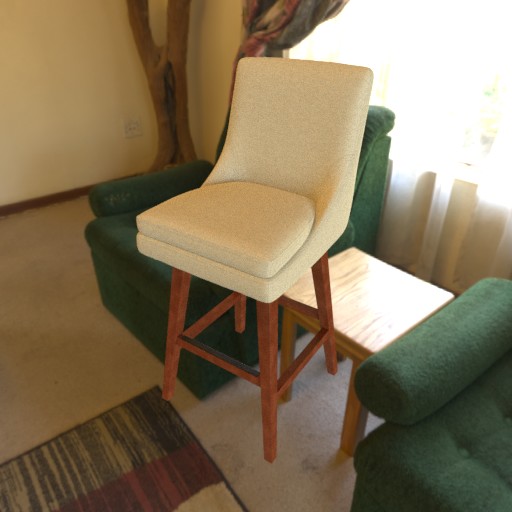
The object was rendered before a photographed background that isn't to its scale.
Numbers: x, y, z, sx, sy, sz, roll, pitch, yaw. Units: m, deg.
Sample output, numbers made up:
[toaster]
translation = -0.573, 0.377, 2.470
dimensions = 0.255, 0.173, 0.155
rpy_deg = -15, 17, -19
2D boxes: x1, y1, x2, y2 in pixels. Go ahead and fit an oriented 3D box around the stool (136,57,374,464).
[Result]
[stool]
translation = 0.000, 0.000, 1.398
dimensions = 0.470, 1.092, 0.559
rpy_deg = 19, 35, 29
